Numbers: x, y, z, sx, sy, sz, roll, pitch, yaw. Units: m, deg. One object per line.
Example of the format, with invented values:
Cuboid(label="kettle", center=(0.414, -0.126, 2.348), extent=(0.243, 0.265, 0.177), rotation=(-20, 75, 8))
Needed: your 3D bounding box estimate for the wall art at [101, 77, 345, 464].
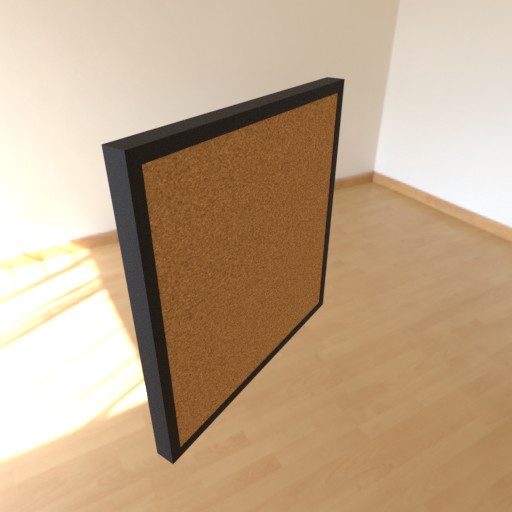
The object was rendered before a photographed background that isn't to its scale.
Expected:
Cuboid(label="wall art", center=(0.000, 0.000, 0.754), extent=(0.036, 0.503, 0.506), rotation=(20, 36, 29))
